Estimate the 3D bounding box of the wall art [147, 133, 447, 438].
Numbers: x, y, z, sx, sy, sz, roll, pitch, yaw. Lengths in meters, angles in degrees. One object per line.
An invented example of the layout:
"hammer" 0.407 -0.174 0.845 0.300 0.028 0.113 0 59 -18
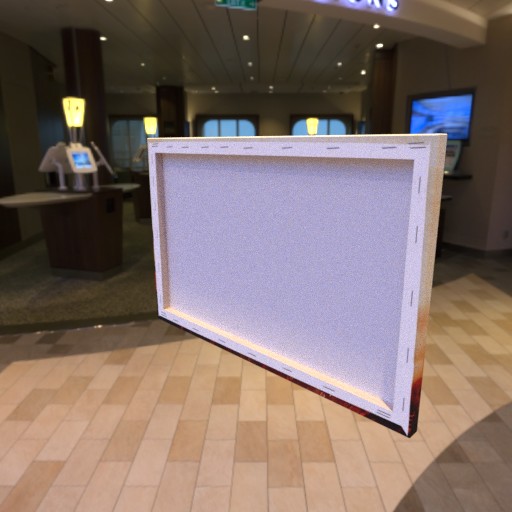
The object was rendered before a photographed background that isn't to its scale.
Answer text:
"wall art" 0.000 0.000 1.157 0.918 0.602 0.038 14 20 43
